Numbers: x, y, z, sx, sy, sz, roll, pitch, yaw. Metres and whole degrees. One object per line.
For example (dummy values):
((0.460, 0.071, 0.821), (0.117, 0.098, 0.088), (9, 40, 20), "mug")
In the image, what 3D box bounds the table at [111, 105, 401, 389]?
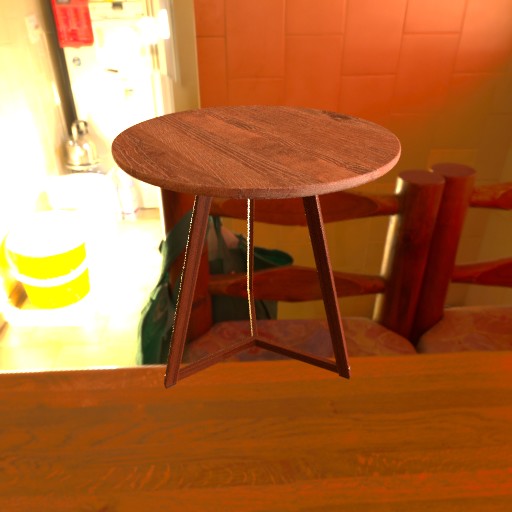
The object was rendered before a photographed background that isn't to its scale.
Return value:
((0.000, 0.000, 0.919), (0.500, 0.500, 0.500), (0, 31, 0), "table")
